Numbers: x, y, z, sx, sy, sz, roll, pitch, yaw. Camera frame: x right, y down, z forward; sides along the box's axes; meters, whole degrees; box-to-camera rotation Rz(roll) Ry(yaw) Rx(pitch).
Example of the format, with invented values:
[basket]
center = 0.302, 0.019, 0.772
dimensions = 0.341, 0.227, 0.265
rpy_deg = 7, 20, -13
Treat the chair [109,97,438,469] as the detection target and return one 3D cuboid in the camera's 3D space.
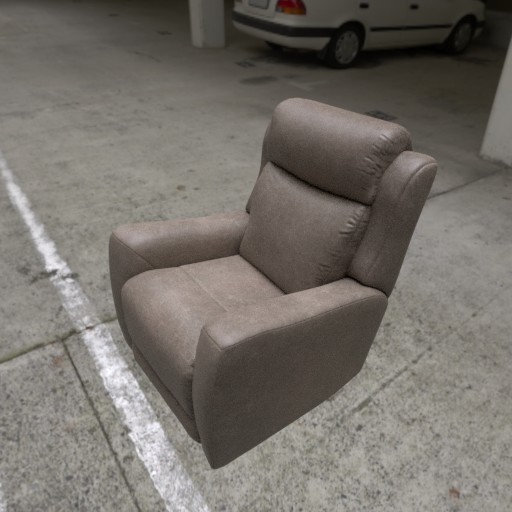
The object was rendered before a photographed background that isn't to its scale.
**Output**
[chair]
center = 0.000, 0.000, 1.908
dimensions = 1.068, 1.116, 0.967
rpy_deg = -21, 38, -29
